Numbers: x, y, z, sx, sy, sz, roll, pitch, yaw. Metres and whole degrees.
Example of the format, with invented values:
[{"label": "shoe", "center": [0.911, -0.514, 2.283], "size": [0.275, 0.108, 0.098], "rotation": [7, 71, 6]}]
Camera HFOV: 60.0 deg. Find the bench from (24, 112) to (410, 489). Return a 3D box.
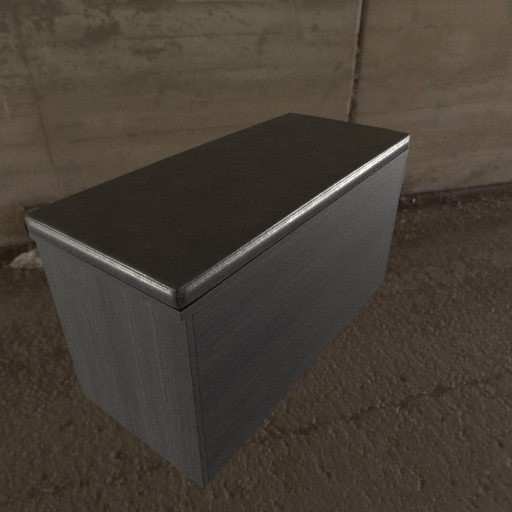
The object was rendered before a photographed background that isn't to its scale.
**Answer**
[{"label": "bench", "center": [0.000, 0.000, 1.149], "size": [0.401, 0.501, 0.905], "rotation": [22, 38, 30]}]
